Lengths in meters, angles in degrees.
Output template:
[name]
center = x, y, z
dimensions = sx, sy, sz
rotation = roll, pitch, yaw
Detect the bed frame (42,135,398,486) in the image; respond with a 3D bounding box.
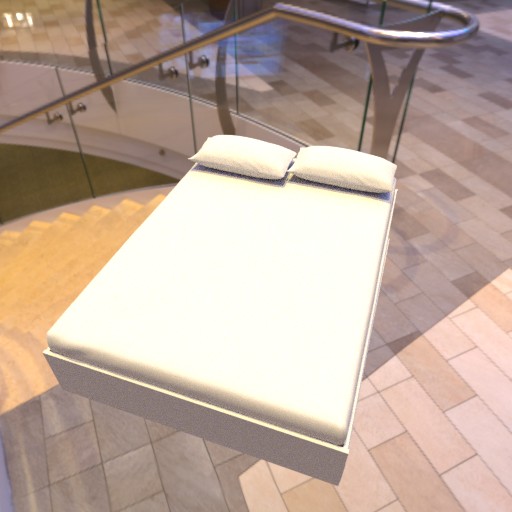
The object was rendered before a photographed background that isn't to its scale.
[bed frame]
center = 0.000, 0.000, 2.591
dimensions = 1.450, 0.629, 1.950
rotation = 13, 44, 14
